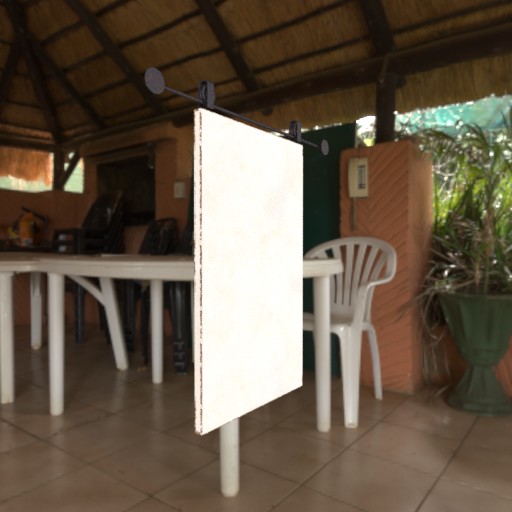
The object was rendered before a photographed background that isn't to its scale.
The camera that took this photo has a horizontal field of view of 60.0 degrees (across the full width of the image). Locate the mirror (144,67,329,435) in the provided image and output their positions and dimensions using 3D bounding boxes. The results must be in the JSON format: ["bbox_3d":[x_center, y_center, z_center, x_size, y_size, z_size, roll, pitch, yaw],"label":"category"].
[{"bbox_3d":[0.000,0.000,1.237,0.037,0.844,0.808,1,1,36],"label":"mirror"}]
